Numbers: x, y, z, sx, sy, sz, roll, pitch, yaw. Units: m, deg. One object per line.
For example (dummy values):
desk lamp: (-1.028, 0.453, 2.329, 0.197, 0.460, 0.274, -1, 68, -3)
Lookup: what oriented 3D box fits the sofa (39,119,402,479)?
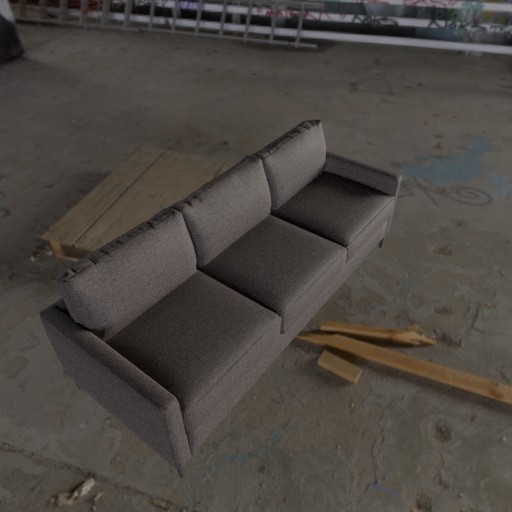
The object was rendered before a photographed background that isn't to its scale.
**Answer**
sofa: (0.000, 0.000, 2.647, 0.876, 0.882, 2.253, 26, 47, 27)
